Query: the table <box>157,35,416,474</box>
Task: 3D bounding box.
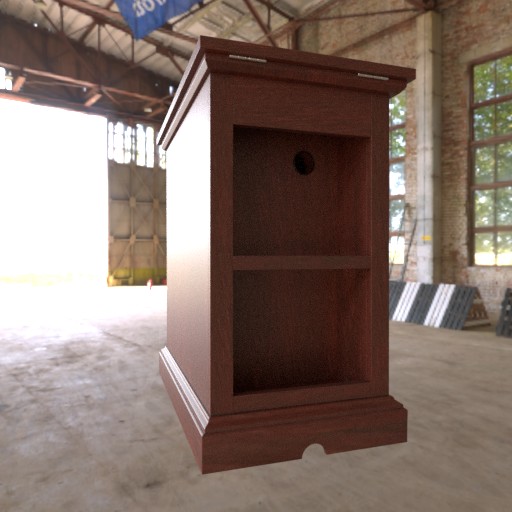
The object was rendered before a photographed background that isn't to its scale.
[{"bbox_3d":[0.000,0.000,0.944,0.356,0.612,0.584,0,0,-18],"label":"table"}]
